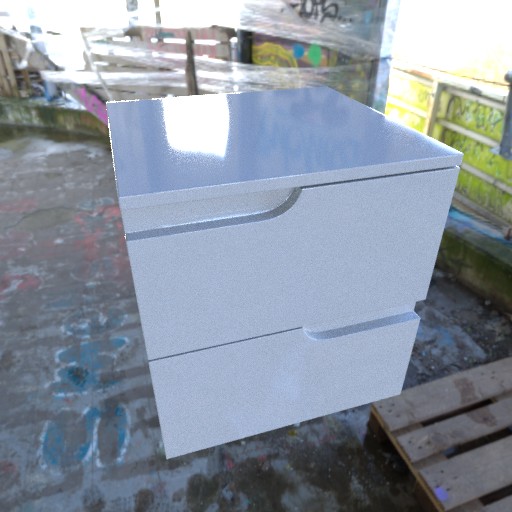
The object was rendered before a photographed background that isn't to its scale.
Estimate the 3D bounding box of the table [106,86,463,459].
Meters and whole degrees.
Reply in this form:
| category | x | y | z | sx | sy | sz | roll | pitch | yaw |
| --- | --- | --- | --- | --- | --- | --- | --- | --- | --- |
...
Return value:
| category | x | y | z | sx | sy | sz | roll | pitch | yaw |
| --- | --- | --- | --- | --- | --- | --- | --- | --- | --- |
| table | 0.000 | 0.000 | 0.790 | 0.420 | 0.470 | 0.400 | -10 | 34 | -15 |
